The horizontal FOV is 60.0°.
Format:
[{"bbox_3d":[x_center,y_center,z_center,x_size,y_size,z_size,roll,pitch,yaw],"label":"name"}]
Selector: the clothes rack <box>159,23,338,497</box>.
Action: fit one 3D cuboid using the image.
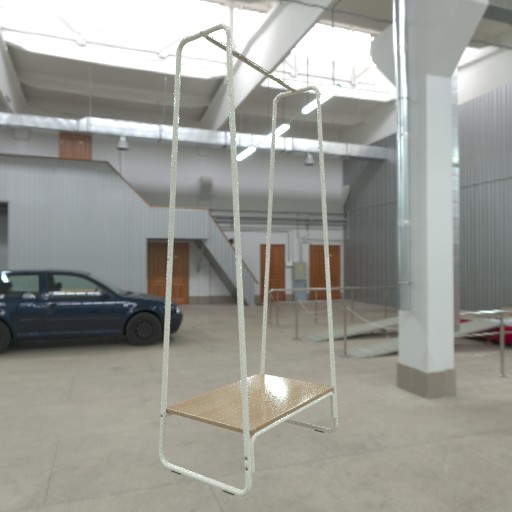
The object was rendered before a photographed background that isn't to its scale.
[{"bbox_3d":[0.000,0.000,1.726,0.400,1.500,0.640,-1,-1,35],"label":"clothes rack"}]
